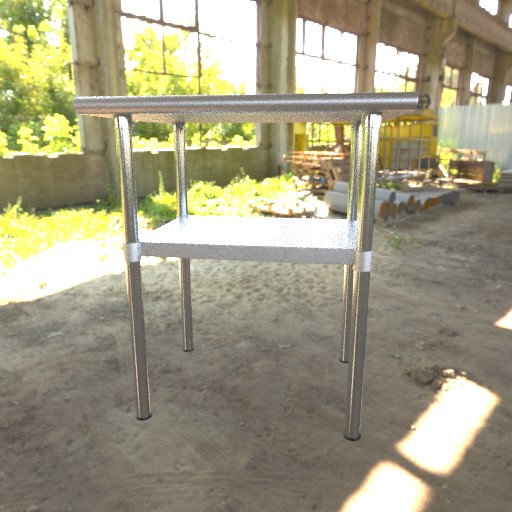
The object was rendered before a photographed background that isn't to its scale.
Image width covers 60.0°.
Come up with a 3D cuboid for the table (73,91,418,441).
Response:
[{"bbox_3d":[0.000,0.000,1.349,0.762,0.876,0.584,2,15,8],"label":"table"}]
